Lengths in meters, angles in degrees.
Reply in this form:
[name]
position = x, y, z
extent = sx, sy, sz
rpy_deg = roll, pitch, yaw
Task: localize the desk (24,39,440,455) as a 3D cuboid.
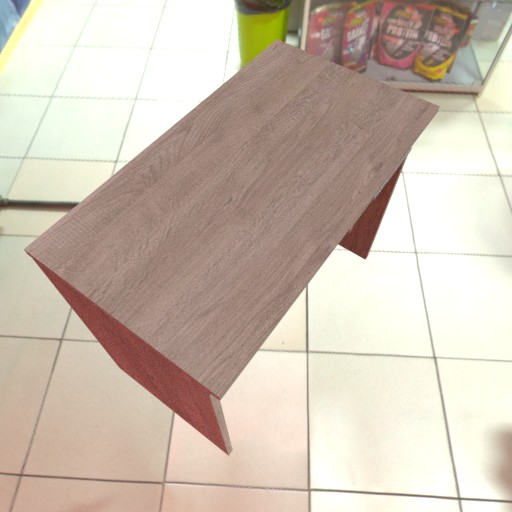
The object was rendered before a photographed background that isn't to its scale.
[desk]
position = 0.000, 0.000, 1.305
extent = 0.498, 0.724, 0.893
rpy_deg = 31, 63, 18
